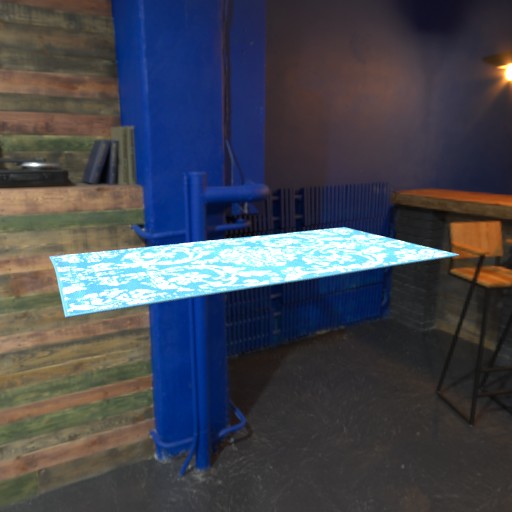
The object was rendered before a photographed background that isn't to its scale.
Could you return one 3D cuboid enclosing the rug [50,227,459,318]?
[{"bbox_3d":[0.000,0.000,1.466,1.219,0.007,0.604,-7,15,-27],"label":"rug"}]
